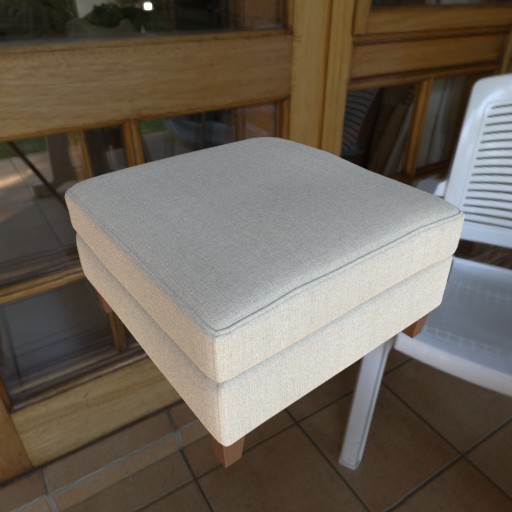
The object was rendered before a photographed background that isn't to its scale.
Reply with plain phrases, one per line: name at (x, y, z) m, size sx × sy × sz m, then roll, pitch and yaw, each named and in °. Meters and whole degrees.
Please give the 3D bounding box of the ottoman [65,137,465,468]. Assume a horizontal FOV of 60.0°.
ottoman at (0.000, 0.000, 1.356) m, size 0.838 × 0.503 × 0.838 m, roll -22°, pitch 38°, yaw -31°
